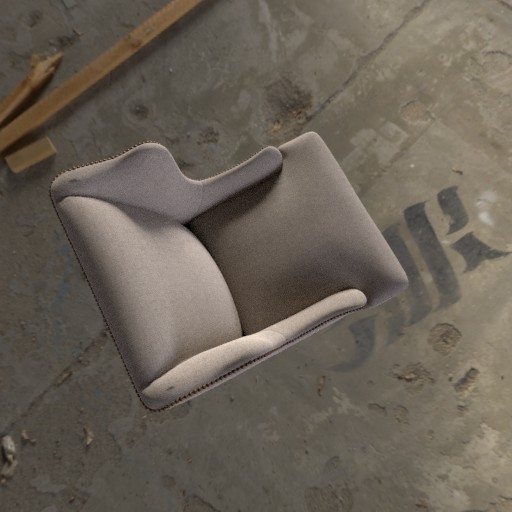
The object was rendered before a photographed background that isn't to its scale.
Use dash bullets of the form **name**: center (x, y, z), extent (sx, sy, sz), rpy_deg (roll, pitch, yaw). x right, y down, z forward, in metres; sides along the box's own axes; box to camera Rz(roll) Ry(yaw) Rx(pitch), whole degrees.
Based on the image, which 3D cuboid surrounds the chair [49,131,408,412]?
- **chair**: center (0.000, 0.000, 1.638), extent (0.940, 1.029, 0.737), rpy_deg (-27, 78, -6)
